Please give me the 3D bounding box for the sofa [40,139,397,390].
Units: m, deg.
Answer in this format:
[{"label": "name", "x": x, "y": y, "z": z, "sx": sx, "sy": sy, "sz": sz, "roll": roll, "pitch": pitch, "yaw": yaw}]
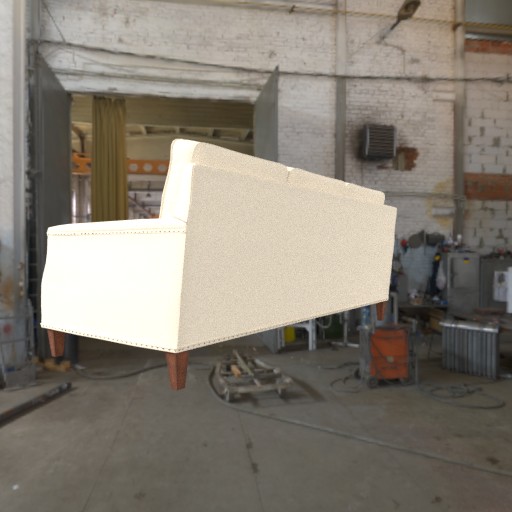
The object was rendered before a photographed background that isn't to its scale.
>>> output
[{"label": "sofa", "x": 0.000, "y": 0.000, "z": 2.808, "sx": 1.084, "sy": 1.003, "sz": 2.246, "roll": 1, "pitch": 1, "yaw": 37}]
